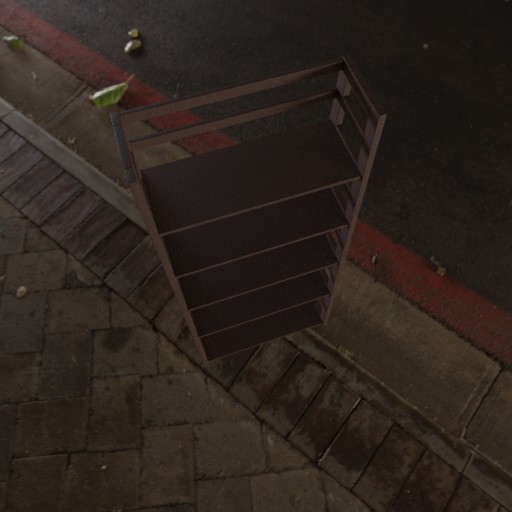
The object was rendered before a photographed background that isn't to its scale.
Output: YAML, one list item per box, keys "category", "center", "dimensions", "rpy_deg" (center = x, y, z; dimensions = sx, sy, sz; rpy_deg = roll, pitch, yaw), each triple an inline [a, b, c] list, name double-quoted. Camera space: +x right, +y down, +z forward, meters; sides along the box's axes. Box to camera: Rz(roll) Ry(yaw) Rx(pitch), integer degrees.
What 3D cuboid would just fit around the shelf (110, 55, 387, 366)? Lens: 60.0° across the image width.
- category: "shelf"
  center: [0.000, 0.000, 1.974]
  dimensions: [0.763, 1.600, 0.403]
  rpy_deg: [-17, 65, -8]
